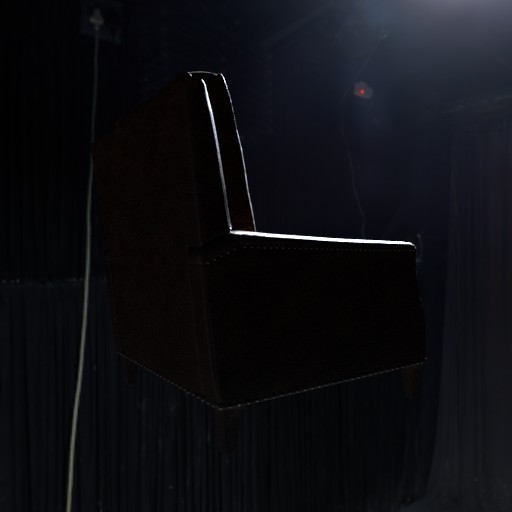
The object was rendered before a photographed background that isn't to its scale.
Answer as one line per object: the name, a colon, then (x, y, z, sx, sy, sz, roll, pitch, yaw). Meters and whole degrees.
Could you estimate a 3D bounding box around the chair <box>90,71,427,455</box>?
chair: (0.000, 0.000, 1.721, 1.035, 1.054, 0.854, 0, 0, -35)
